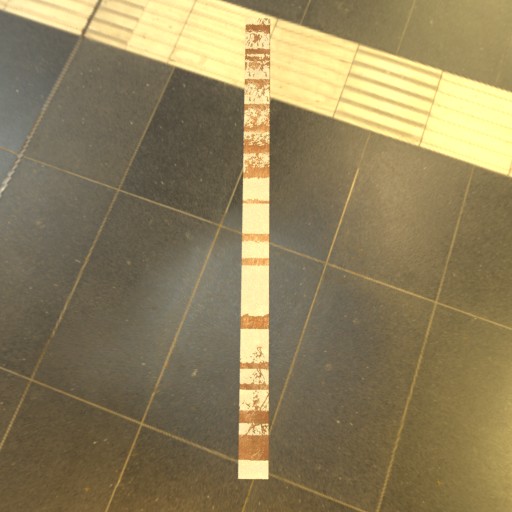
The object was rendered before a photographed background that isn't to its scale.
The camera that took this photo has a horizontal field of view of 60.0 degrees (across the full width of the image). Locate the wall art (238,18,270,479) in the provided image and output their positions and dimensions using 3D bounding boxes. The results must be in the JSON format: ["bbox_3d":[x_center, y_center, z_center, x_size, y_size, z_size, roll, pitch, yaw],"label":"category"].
[{"bbox_3d":[0.000,0.000,0.767,0.035,0.405,0.609,1,78,0],"label":"wall art"}]
